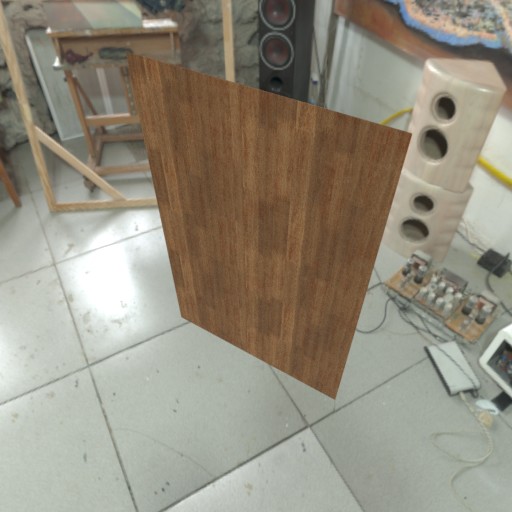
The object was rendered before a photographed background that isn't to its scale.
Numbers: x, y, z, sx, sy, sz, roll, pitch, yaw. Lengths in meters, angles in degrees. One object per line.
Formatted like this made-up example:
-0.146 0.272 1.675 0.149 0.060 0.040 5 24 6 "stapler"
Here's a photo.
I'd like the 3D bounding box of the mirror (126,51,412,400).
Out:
0.000 0.000 1.251 0.651 1.010 0.047 24 51 21 "mirror"
